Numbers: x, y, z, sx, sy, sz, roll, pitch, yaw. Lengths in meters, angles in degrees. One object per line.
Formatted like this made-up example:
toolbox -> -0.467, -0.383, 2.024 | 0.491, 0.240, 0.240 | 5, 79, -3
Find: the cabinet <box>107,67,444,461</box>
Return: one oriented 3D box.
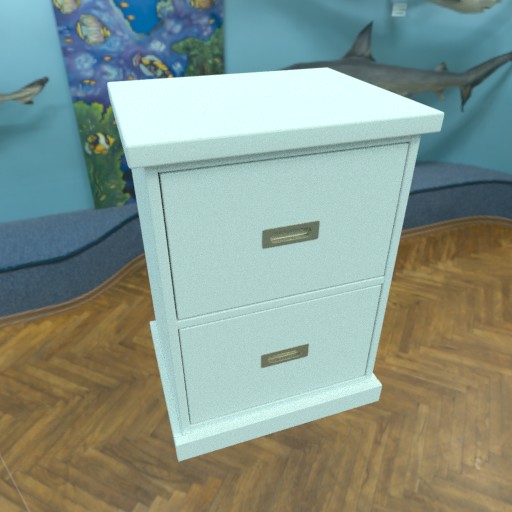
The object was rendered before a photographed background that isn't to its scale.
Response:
cabinet -> 0.000, 0.000, 1.034 | 0.520, 0.723, 0.431 | -11, 34, -16
